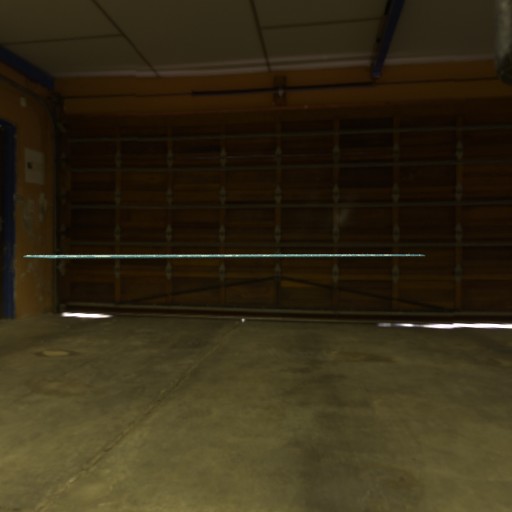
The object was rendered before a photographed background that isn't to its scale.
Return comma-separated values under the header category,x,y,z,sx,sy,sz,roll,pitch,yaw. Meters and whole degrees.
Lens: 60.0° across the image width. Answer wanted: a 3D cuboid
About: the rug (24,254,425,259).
category,x,y,z,sx,sy,sz,roll,pitch,yaw
rug,0.000,0.000,2.442,2.196,0.011,0.662,0,0,-36
